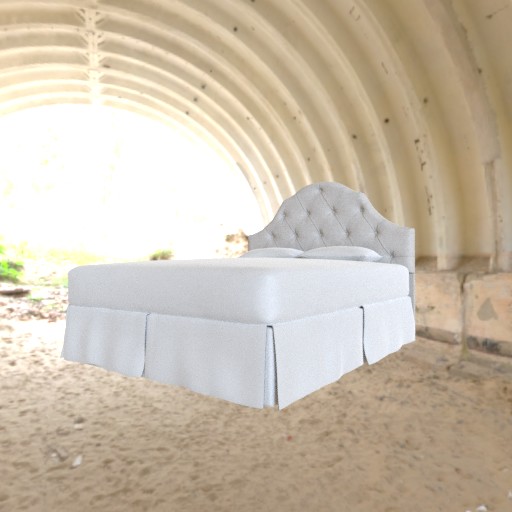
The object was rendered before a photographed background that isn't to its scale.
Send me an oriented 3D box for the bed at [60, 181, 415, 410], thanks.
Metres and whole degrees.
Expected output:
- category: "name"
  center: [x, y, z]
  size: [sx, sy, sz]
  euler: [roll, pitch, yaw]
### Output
- category: "bed"
  center: [0.000, 0.000, 3.808]
  size: [2.039, 1.617, 2.477]
  euler: [0, -1, 36]
